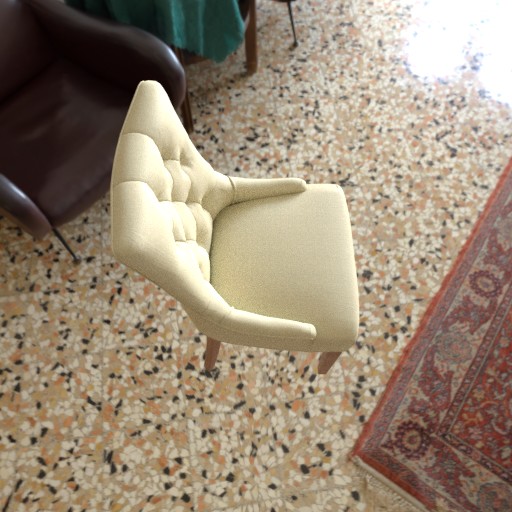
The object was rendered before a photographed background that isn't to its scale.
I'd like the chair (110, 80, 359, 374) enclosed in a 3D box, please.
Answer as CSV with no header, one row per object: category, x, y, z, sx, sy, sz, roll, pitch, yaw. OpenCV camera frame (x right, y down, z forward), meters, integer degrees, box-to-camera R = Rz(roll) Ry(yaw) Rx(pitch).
chair,0.000,0.000,1.256,0.565,0.874,0.509,0,63,0
